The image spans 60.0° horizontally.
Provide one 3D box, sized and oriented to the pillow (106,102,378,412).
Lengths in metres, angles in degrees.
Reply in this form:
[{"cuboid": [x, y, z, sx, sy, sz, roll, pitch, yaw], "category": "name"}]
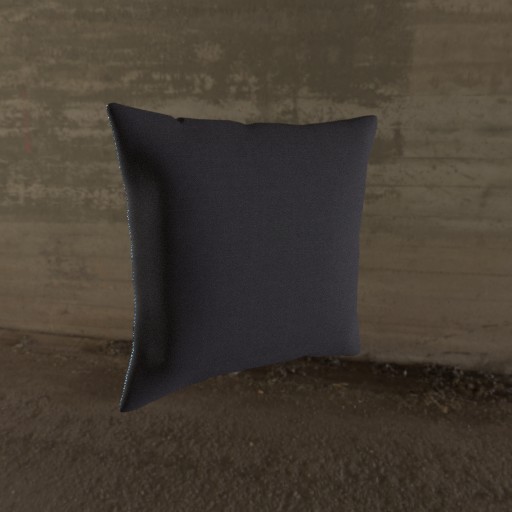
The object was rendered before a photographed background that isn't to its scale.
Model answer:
[{"cuboid": [0.000, 0.000, 0.674, 0.436, 0.430, 0.138, -7, 17, -26], "category": "pillow"}]
